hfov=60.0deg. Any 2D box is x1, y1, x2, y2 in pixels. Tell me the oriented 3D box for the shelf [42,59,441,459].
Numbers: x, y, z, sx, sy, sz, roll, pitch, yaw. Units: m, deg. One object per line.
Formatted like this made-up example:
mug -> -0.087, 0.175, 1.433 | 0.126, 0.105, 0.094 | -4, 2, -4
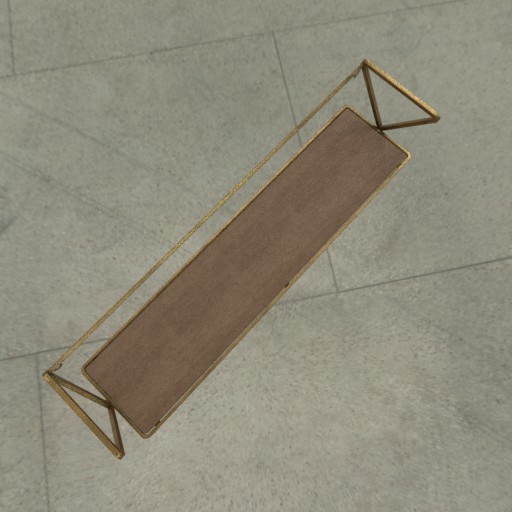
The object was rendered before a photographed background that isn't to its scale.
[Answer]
shelf -> 0.000, 0.000, 0.720 | 0.150, 0.229, 0.645 | 42, 79, 10
